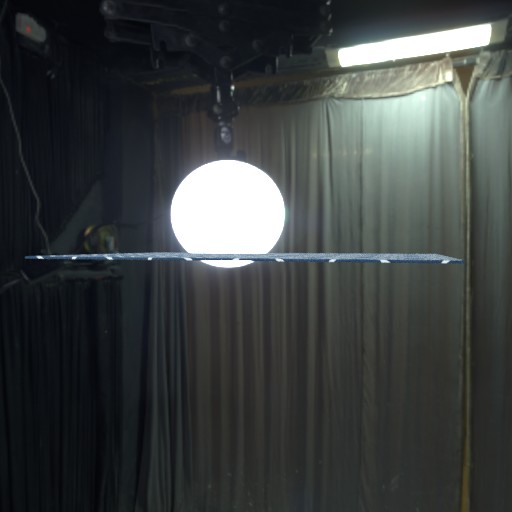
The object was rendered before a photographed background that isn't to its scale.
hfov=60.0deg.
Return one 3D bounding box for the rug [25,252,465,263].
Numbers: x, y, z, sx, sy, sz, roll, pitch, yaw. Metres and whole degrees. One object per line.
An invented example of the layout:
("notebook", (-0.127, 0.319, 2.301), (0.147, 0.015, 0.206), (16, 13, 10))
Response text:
("rug", (0.000, 0.000, 2.203), (1.753, 0.010, 1.143), (0, 1, 18))
